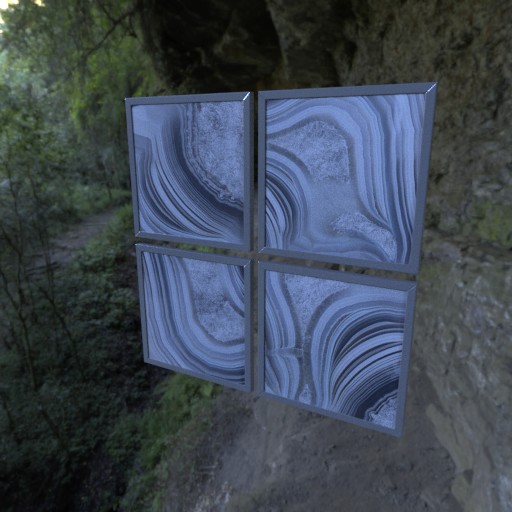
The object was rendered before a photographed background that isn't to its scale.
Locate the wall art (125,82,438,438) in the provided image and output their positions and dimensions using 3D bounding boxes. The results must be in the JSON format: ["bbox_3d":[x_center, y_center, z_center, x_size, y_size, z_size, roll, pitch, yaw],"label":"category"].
[{"bbox_3d":[0.000,0.000,1.603,1.118,1.118,0.029,8,17,27],"label":"wall art"}]
